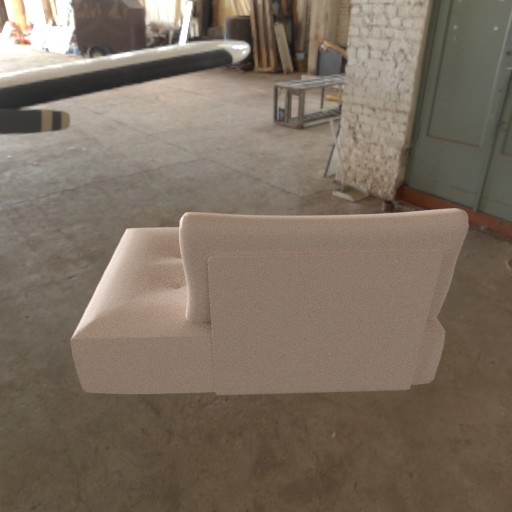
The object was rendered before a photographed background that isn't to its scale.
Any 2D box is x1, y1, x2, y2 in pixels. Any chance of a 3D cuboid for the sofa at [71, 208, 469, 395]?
[{"bbox_3d":[0.000,0.000,2.070,1.450,0.820,1.000,-1,29,-2],"label":"sofa"}]
